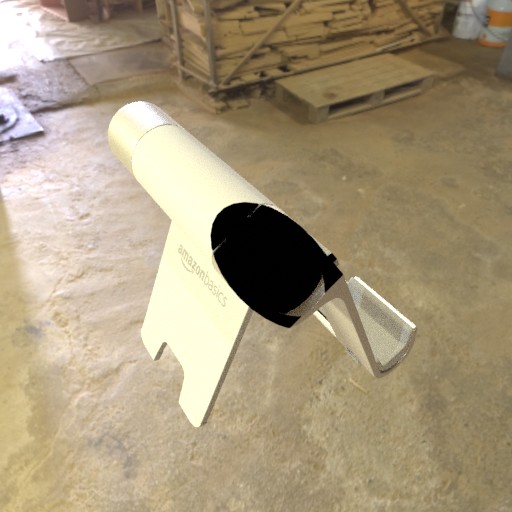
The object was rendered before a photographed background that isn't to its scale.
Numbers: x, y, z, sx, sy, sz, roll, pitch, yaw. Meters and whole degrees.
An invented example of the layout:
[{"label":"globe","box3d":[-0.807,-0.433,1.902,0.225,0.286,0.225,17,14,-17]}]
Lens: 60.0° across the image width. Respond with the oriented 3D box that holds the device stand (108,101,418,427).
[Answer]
[{"label":"device stand","box3d":[0.000,0.000,0.149,0.079,0.084,0.086,-25,48,-24]}]
